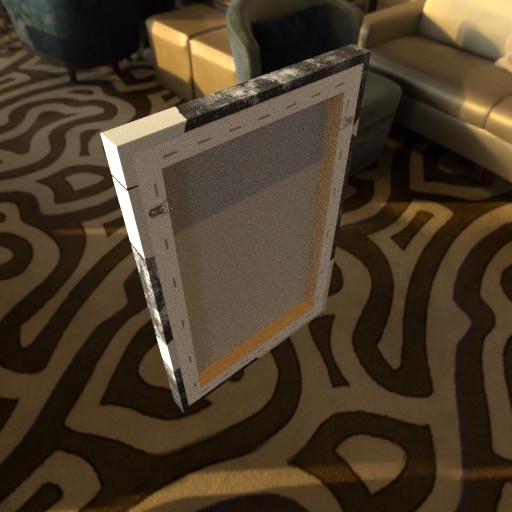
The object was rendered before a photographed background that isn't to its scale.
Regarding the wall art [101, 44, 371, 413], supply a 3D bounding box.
[{"bbox_3d":[0.000,0.000,0.777,0.407,0.610,0.039,-31,53,-27],"label":"wall art"}]
